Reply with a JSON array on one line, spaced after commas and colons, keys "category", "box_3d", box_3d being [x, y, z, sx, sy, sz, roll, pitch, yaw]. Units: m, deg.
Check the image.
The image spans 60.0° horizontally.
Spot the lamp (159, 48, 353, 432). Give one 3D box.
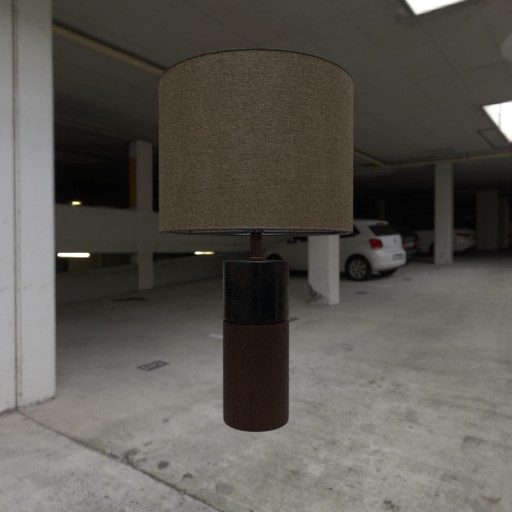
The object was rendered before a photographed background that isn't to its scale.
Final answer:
[{"category": "lamp", "box_3d": [0.000, 0.000, 0.472, 0.202, 0.350, 0.202, 0, 1, 0]}]
